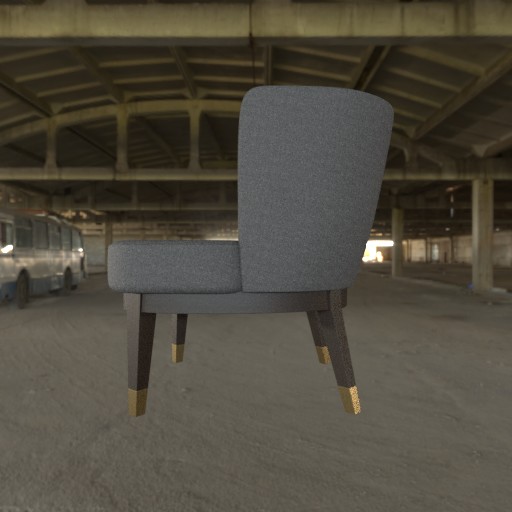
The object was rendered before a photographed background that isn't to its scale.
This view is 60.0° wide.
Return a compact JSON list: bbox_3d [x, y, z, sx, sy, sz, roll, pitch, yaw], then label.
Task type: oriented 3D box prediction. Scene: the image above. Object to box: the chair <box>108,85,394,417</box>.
[{"bbox_3d":[0.000,0.000,1.207,0.698,0.695,0.639,0,0,1],"label":"chair"}]
